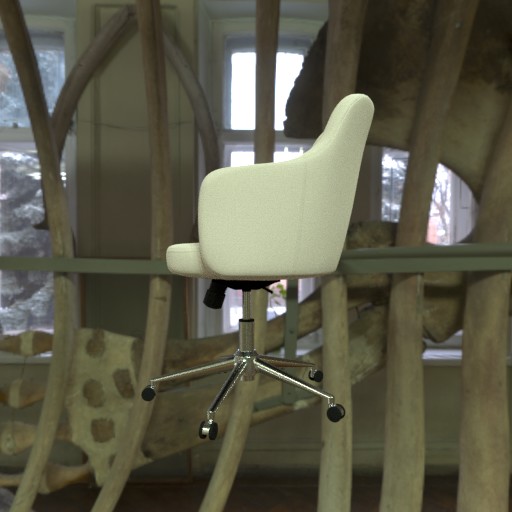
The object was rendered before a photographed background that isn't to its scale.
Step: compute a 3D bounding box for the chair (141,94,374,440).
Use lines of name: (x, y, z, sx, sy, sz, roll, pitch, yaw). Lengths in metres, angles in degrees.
chair: (0.000, 0.000, 1.263, 0.647, 0.819, 0.602, 0, 1, -1)
